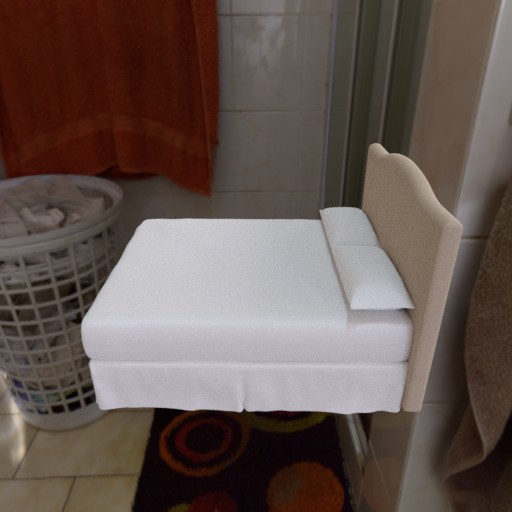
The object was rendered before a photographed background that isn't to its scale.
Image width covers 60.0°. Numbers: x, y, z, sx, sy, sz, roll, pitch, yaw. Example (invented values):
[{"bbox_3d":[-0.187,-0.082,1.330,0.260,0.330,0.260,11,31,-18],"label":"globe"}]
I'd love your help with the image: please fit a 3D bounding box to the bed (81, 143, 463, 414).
[{"bbox_3d":[0.000,0.000,3.161,2.052,1.398,1.678,0,27,1],"label":"bed"}]
